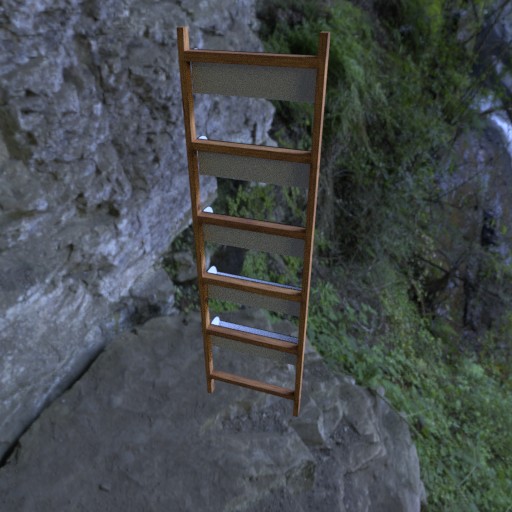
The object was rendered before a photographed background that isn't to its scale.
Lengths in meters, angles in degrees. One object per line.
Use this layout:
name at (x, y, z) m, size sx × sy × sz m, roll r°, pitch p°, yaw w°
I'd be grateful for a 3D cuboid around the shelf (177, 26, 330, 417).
shelf at (0.000, 0.000, 1.739) m, size 0.454 × 1.600 × 0.141 m, roll 10°, pitch 34°, yaw 15°
